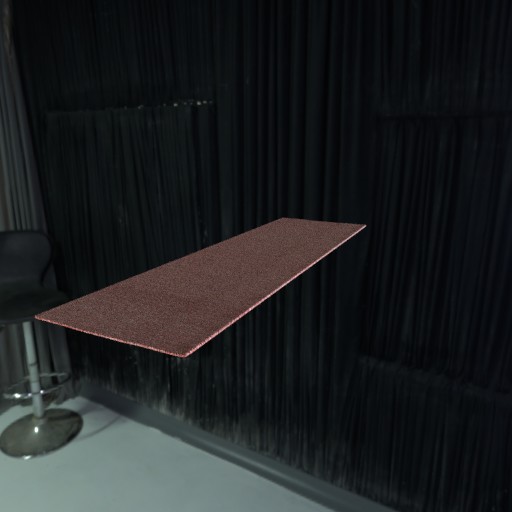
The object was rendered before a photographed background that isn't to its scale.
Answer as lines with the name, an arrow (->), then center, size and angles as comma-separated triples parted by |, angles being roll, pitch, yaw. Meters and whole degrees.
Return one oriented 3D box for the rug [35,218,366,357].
rug -> 0.000, 0.000, 2.488 | 0.687, 0.012, 2.307 | 8, 17, 26
